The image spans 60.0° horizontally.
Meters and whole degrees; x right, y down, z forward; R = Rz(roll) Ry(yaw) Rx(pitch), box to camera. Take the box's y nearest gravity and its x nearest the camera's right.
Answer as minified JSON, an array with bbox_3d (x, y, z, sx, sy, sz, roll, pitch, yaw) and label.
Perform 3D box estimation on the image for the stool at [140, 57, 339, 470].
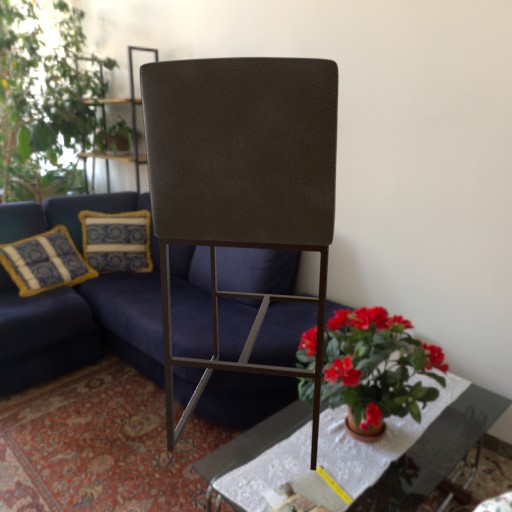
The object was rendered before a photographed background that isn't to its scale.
[{"bbox_3d":[0.000,0.000,1.362,0.463,1.065,0.562,3,18,10],"label":"stool"}]
